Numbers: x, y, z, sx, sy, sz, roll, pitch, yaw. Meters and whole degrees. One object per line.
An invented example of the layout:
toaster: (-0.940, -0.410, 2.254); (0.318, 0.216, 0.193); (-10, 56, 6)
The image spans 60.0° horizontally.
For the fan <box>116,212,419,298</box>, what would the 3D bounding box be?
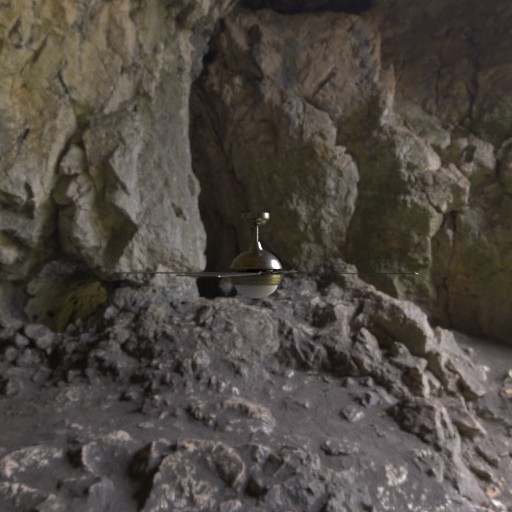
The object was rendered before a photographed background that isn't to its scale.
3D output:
fan: (0.000, 0.000, 2.008); (1.321, 0.381, 1.321); (-1, -2, 36)
